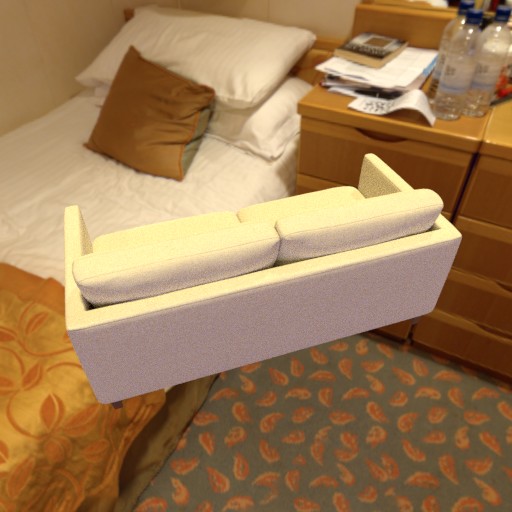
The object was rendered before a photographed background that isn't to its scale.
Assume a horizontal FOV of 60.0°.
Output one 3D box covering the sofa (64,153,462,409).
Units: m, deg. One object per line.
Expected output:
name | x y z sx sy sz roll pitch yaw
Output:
sofa | 0.000 0.000 2.554 1.981 0.889 0.965 -13 43 -14
